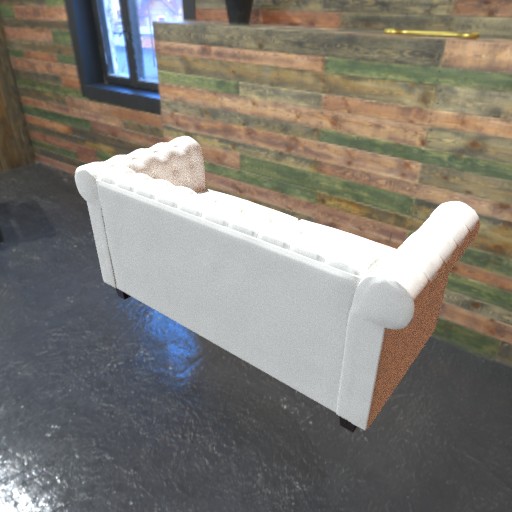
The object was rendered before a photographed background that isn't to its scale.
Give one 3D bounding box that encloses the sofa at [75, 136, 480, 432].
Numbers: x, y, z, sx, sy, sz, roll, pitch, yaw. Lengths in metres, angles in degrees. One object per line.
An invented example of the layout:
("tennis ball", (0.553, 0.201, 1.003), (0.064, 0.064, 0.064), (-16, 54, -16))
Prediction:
("sofa", (0.000, 0.000, 2.218), (1.798, 0.796, 0.771), (22, 37, 32))
